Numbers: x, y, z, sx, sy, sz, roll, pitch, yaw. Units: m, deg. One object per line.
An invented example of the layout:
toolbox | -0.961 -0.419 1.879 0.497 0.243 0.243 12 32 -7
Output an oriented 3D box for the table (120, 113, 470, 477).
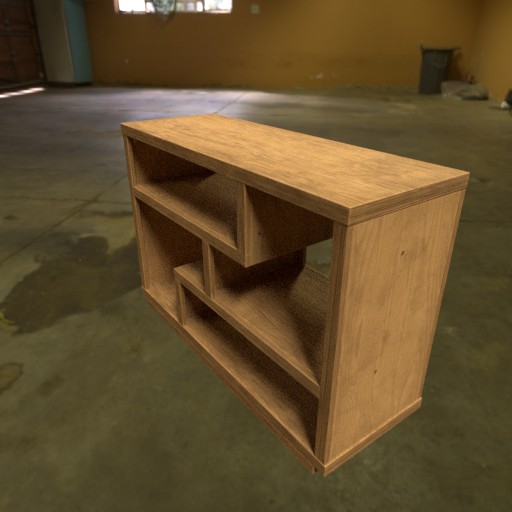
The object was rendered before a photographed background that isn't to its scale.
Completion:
table | 0.000 0.000 1.518 0.410 0.771 1.151 -18 31 -32
